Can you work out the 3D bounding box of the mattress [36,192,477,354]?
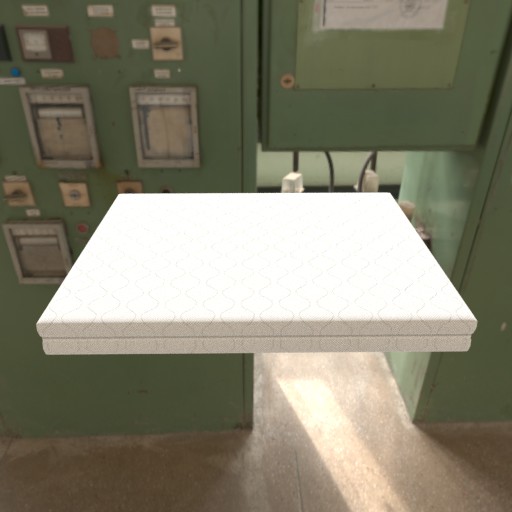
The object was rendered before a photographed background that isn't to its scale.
[{"bbox_3d":[0.000,0.000,2.536,1.900,0.200,1.400,0,31,-1],"label":"mattress"}]
